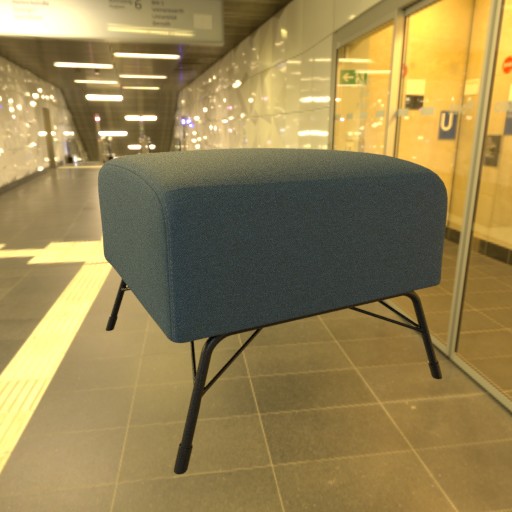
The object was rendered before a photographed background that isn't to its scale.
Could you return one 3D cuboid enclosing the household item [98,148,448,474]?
[{"bbox_3d":[0.000,0.000,0.890,0.530,0.420,0.530,-8,18,-27],"label":"household item"}]
